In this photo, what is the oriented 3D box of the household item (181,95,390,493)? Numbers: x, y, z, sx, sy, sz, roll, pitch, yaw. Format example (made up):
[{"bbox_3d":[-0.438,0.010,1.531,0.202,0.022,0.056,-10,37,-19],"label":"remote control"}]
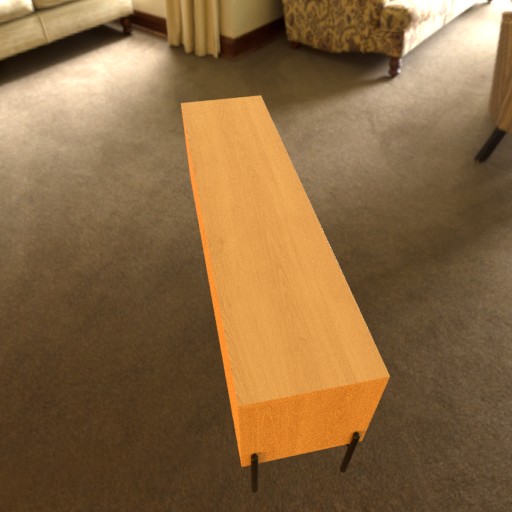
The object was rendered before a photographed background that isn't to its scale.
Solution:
[{"bbox_3d":[0.000,0.000,1.791,0.400,0.600,1.550,-8,47,-8],"label":"household item"}]
